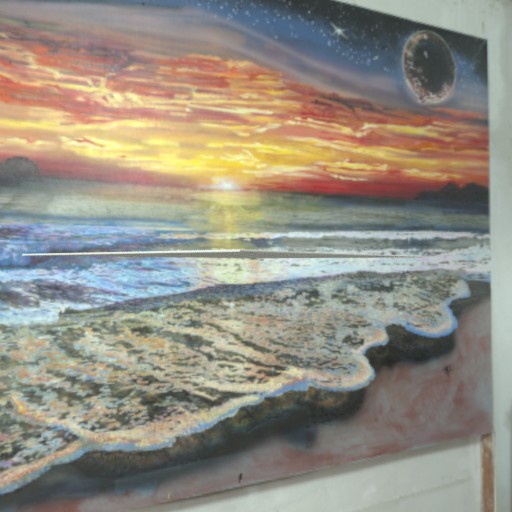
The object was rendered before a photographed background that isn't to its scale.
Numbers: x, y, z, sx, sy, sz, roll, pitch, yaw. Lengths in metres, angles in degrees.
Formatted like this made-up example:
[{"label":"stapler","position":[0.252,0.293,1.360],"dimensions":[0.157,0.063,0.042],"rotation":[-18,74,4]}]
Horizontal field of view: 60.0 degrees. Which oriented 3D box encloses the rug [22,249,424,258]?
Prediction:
[{"label":"rug","position":[0.000,0.000,2.905],"dimensions":[1.522,0.008,2.284],"rotation":[-1,-1,36]}]
